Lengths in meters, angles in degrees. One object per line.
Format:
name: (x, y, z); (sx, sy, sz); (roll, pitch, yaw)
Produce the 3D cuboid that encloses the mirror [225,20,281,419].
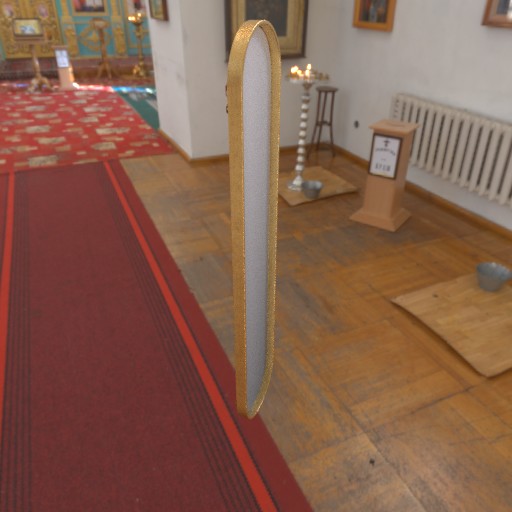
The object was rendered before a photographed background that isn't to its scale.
mirror: (0.000, 0.000, 1.054); (0.032, 0.991, 0.222); (10, 31, 18)
